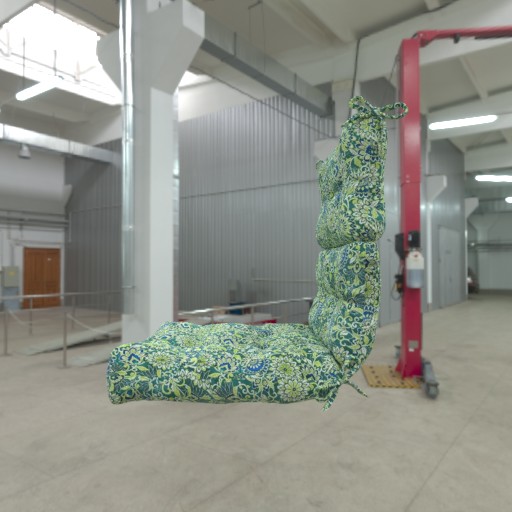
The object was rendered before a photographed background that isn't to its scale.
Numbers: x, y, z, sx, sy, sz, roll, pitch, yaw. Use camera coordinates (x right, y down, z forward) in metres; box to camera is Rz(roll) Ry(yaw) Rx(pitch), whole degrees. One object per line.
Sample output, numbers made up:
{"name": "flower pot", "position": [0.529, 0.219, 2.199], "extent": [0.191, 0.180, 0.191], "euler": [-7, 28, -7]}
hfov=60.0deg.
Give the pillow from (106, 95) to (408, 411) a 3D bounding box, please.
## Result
{"name": "pillow", "position": [0.000, 0.000, 1.053], "extent": [0.571, 0.605, 0.519], "euler": [0, -1, 1]}
